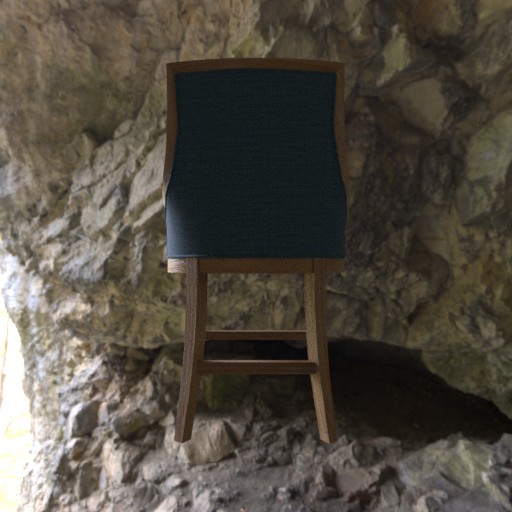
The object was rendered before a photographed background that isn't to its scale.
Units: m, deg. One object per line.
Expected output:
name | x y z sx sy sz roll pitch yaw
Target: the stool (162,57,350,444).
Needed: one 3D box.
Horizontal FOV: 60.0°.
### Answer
stool | 0.000 0.000 1.352 0.524 0.938 0.626 0 -1 0
